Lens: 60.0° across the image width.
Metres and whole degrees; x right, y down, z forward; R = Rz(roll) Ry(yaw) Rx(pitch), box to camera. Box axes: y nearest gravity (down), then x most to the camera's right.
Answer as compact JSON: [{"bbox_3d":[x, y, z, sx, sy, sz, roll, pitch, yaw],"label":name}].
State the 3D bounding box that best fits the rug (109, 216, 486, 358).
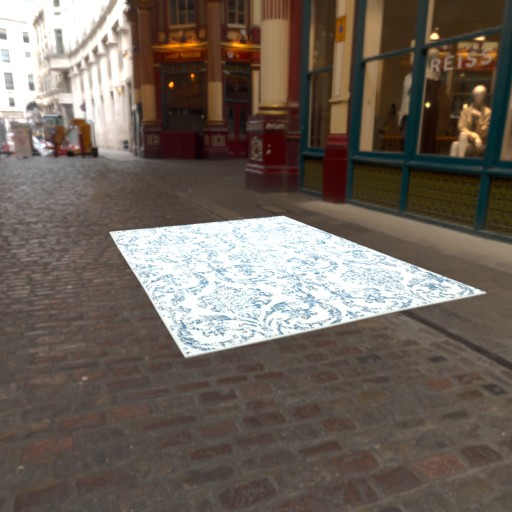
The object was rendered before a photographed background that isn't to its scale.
[{"bbox_3d":[0.000,0.000,2.906,1.586,0.014,2.197,-7,18,-24],"label":"rug"}]
